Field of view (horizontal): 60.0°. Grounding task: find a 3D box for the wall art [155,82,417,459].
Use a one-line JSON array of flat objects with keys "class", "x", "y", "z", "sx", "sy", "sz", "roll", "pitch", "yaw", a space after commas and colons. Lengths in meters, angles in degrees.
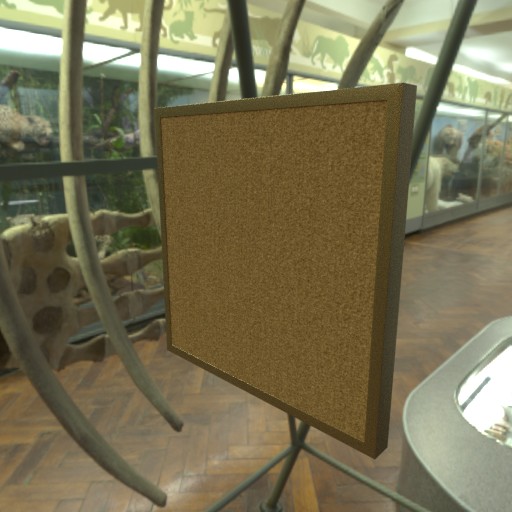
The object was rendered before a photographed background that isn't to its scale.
[{"class": "wall art", "x": 0.000, "y": 0.000, "z": 0.760, "sx": 0.510, "sy": 0.509, "sz": 0.037, "roll": 13, "pitch": 19, "yaw": 42}]
